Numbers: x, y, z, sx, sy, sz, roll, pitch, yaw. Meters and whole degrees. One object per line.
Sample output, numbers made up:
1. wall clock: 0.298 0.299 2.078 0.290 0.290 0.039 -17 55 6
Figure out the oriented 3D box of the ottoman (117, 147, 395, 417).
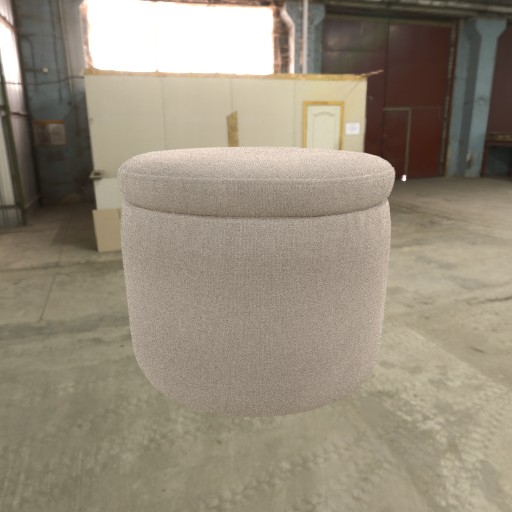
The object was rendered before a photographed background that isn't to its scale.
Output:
1. ottoman: 0.000 0.000 0.866 0.497 0.409 0.497 0 16 0
